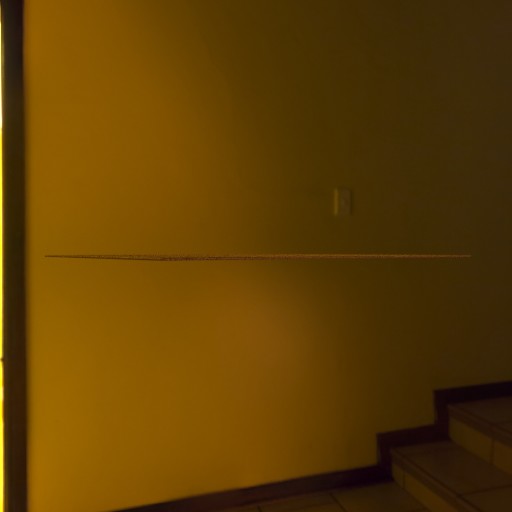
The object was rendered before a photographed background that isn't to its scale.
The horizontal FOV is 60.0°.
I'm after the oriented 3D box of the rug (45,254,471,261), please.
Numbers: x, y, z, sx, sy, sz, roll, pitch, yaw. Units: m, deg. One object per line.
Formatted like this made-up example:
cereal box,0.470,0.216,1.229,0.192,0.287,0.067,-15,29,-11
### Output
rug,0.000,0.000,4.054,3.050,0.016,2.441,0,1,-38
